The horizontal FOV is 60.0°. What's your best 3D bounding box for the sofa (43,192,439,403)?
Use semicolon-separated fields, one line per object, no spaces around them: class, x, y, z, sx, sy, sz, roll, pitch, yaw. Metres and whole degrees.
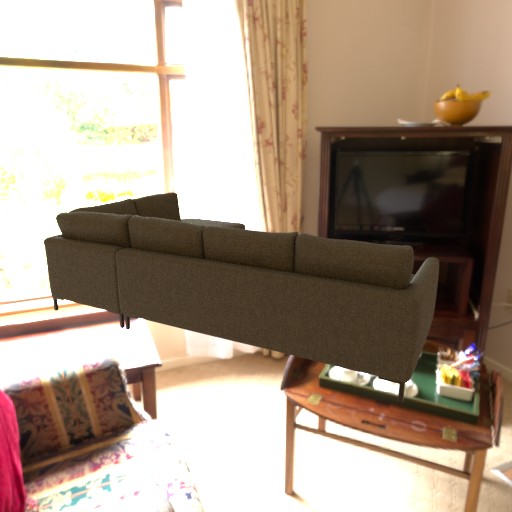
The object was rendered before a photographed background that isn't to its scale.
sofa;0.000;0.000;3.821;2.972;0.858;1.984;8;17;27
